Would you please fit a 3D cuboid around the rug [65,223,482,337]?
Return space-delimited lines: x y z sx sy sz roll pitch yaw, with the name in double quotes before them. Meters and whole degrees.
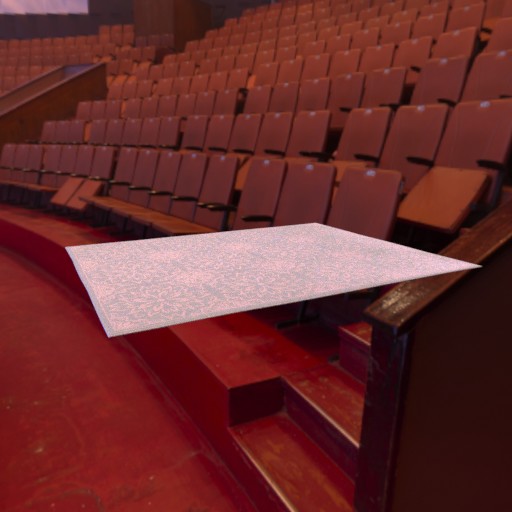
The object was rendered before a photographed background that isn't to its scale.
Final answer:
"rug" 0.000 0.000 3.999 2.980 0.012 2.363 -7 16 -27
